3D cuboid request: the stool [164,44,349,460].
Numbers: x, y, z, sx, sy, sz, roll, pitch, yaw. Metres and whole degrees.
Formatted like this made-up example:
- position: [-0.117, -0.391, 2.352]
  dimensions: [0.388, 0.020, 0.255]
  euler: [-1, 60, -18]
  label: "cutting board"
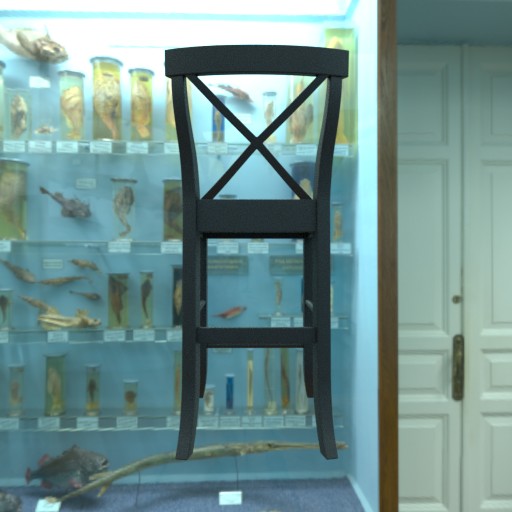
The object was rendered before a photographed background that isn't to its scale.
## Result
- position: [0.000, 0.000, 1.301]
  dimensions: [0.452, 0.989, 0.559]
  euler: [0, 0, -1]
  label: "stool"
